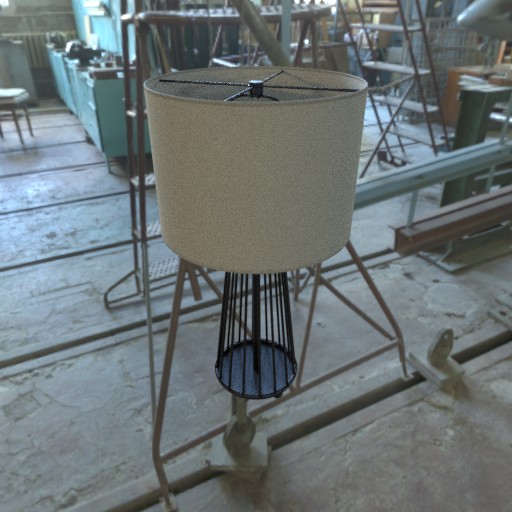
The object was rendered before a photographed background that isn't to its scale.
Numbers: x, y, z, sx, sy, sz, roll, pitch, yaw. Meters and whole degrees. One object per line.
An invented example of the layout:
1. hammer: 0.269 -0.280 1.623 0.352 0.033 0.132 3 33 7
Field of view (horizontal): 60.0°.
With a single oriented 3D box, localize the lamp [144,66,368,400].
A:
1. lamp: 0.000 0.000 0.796 0.322 0.593 0.322 9 31 15
